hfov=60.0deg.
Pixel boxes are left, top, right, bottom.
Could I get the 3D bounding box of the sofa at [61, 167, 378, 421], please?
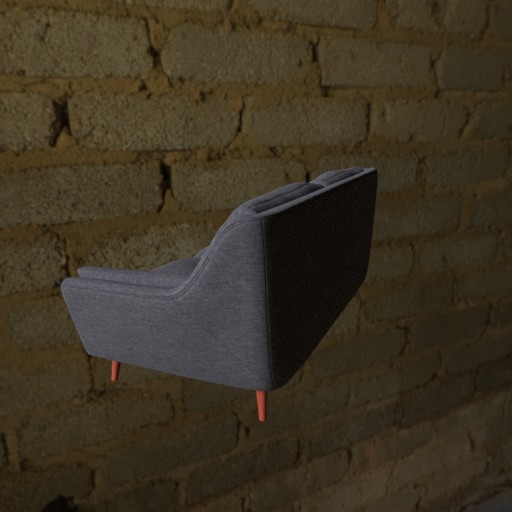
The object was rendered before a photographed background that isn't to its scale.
[{"bbox_3d":[0.000,0.000,2.465,0.975,0.896,1.929,8,18,25],"label":"sofa"}]
